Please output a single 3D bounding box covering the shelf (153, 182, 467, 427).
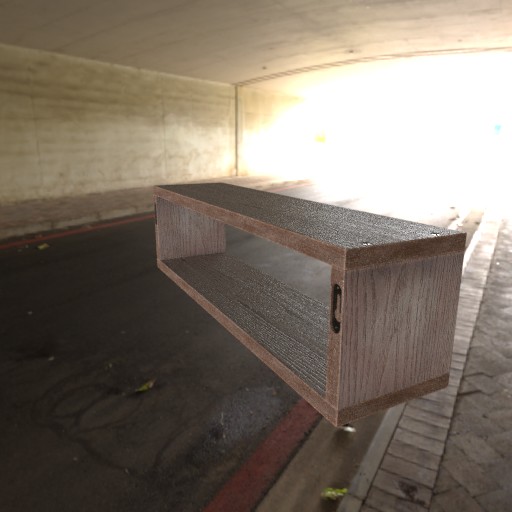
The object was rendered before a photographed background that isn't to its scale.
[{"bbox_3d":[0.000,0.000,0.685,0.150,0.170,0.610,-7,16,-27],"label":"shelf"}]
